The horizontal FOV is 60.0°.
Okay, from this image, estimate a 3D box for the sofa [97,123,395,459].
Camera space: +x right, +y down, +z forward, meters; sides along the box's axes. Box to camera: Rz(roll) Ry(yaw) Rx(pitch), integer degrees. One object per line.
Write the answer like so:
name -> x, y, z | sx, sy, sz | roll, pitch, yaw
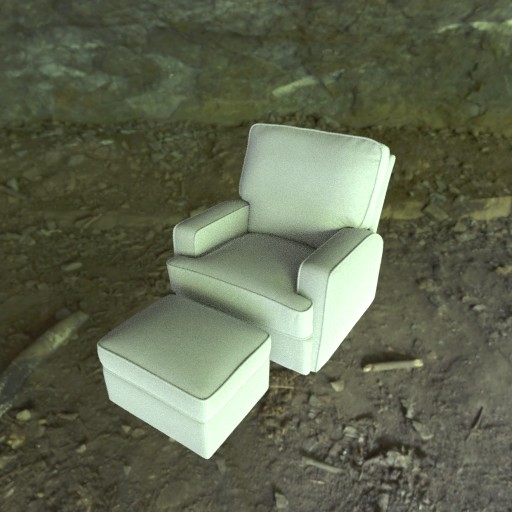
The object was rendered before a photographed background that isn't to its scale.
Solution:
sofa -> 0.000, 0.000, 2.052 | 0.861, 0.959, 1.472 | 17, 33, 29
